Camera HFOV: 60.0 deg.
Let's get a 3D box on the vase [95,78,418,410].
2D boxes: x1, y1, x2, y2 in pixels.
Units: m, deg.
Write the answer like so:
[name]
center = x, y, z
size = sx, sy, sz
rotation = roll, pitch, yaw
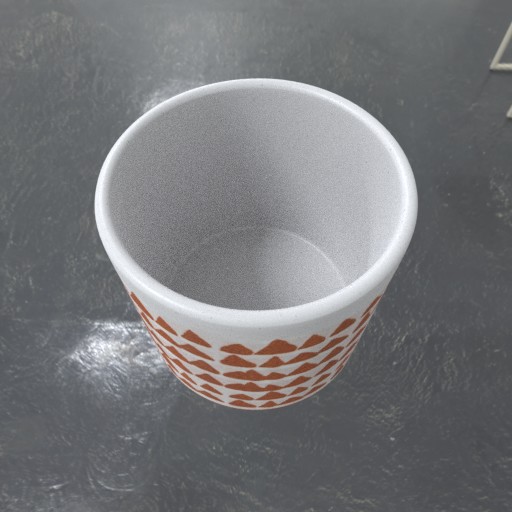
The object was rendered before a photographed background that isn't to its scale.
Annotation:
[vase]
center = 0.000, 0.000, 0.242
size = 0.137, 0.127, 0.137
rotation = 0, 58, 0
